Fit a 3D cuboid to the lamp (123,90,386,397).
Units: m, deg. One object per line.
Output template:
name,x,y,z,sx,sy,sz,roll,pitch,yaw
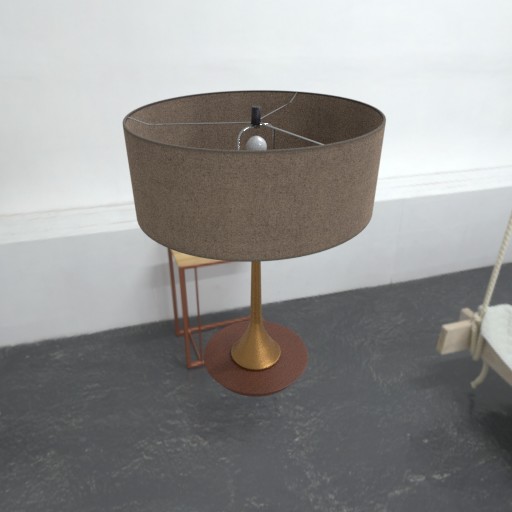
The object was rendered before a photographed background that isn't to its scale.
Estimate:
lamp,0.000,0.000,0.844,0.417,0.551,0.396,-21,36,-31
